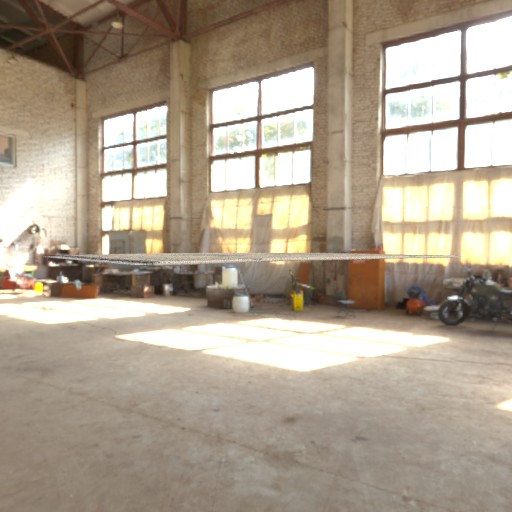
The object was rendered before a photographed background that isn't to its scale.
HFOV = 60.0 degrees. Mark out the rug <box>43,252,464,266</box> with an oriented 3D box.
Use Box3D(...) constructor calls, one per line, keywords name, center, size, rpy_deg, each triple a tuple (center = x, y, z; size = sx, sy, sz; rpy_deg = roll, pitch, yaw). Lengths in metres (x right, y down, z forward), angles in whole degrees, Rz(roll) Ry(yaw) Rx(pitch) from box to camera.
Box3D(name="rug", center=(0.000, 0.000, 3.852), size=(3.027, 0.028, 2.125), rpy_deg=(-1, 2, -36))
